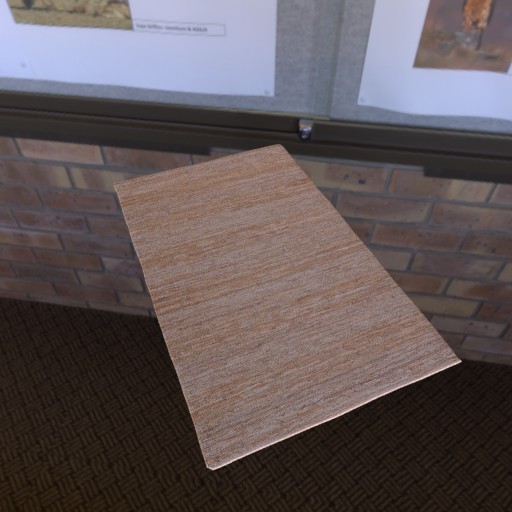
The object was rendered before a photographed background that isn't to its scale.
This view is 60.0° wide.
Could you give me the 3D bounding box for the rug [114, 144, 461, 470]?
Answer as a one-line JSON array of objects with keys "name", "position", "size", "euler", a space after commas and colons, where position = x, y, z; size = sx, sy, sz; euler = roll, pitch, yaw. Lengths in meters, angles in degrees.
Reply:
[{"name": "rug", "position": [0.000, 0.000, 3.098], "size": [1.529, 0.009, 2.446], "euler": [-17, 49, -16]}]
